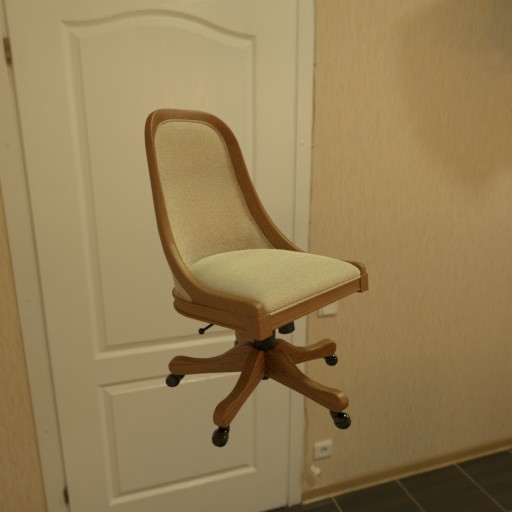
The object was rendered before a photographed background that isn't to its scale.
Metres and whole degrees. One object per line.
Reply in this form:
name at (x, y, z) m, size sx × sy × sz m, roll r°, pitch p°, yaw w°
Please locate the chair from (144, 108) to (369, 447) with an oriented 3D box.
chair at (0.000, 0.000, 1.551) m, size 0.811 × 1.009 × 0.702 m, roll 13°, pitch 20°, yaw 41°
